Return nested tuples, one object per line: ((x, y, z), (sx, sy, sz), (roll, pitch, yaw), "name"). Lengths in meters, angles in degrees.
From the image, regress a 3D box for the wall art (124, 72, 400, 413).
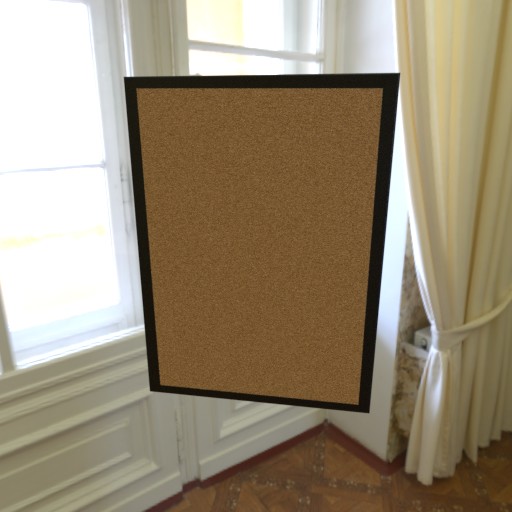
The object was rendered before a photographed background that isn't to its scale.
((0.000, 0.000, 0.867), (0.480, 0.657, 0.016), (3, 18, 9), "wall art")
